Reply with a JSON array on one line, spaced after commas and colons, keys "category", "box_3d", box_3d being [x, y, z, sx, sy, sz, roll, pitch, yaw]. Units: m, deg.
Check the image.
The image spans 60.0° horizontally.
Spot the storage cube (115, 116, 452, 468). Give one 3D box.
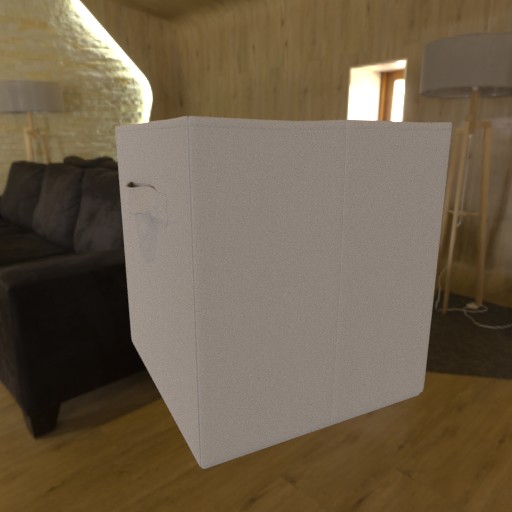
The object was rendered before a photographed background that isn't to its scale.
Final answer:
[{"category": "storage cube", "box_3d": [0.000, 0.000, 0.491, 0.270, 0.280, 0.270, -7, 16, -26]}]
